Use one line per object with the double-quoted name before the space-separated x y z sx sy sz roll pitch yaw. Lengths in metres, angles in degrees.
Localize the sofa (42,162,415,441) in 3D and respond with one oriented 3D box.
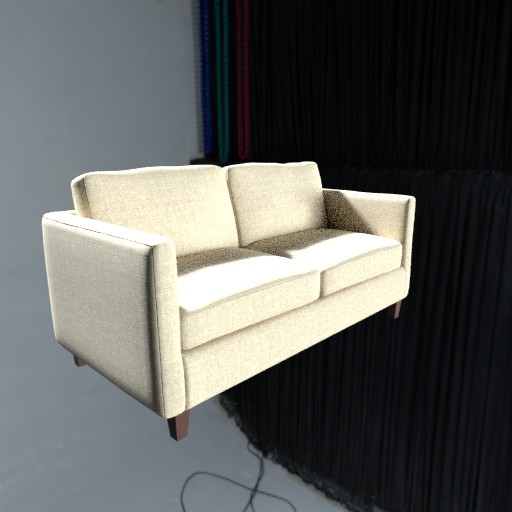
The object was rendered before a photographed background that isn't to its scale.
"sofa" 0.000 0.000 2.405 0.950 0.963 1.884 13 19 43
